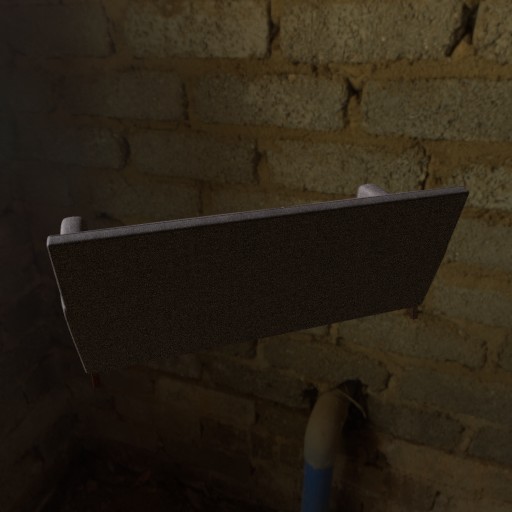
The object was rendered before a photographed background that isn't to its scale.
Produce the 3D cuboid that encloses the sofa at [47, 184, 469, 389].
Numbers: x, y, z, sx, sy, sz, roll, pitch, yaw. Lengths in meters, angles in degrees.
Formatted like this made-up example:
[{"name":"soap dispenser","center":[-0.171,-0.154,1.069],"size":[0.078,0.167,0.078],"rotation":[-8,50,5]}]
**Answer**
[{"name":"sofa","center":[0.000,0.000,2.438],"size":[1.976,0.846,0.875],"rotation":[-9,28,-16]}]
